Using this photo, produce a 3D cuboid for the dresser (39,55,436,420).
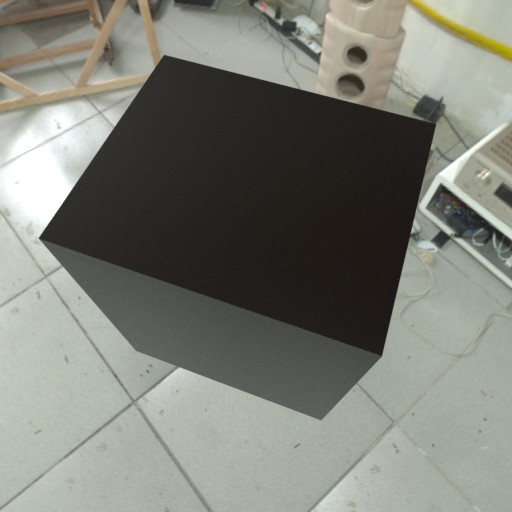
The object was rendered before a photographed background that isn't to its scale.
[{"bbox_3d":[0.000,0.000,0.763,0.400,0.470,0.360,18,64,9],"label":"dresser"}]
